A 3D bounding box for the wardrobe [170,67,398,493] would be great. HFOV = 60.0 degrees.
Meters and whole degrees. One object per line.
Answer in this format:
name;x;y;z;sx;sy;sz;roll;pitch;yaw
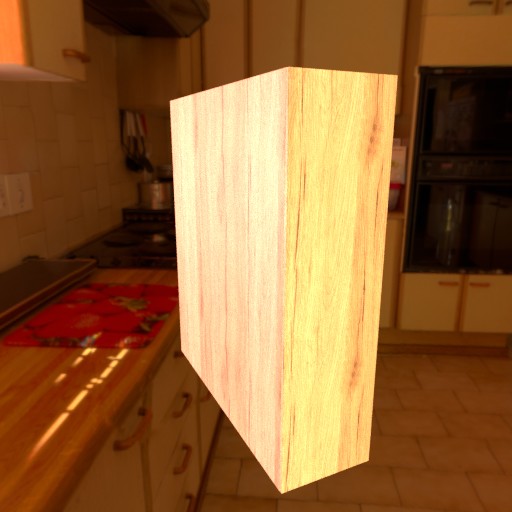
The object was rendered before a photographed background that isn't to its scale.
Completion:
wardrobe;0.000;0.000;2.957;0.580;2.070;1.810;-7;16;-25
